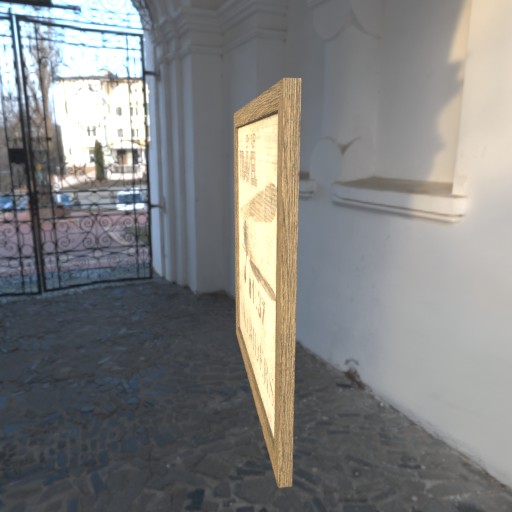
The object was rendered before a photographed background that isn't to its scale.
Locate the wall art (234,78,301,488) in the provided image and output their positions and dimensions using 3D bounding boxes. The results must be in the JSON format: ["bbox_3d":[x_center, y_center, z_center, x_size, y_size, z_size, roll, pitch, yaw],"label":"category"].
[{"bbox_3d":[0.000,0.000,0.771,0.019,0.508,0.508,-2,14,-9],"label":"wall art"}]
